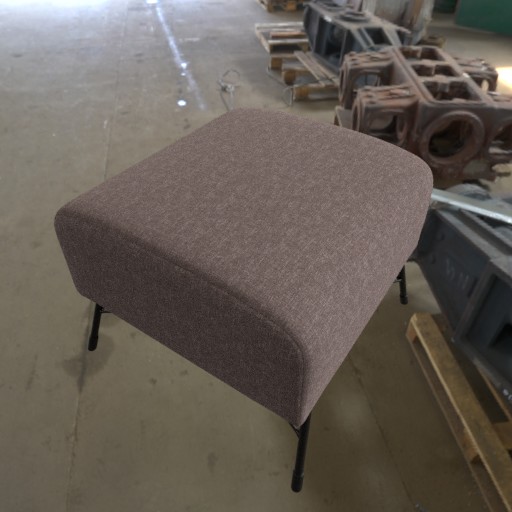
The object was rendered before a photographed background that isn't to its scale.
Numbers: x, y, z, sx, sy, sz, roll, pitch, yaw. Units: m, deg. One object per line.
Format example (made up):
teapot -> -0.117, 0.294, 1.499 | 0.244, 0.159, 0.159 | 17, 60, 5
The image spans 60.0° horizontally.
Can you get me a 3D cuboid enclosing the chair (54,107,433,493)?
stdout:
chair -> 0.000, 0.000, 0.878 | 0.530, 0.410, 0.530 | 24, 46, 25
